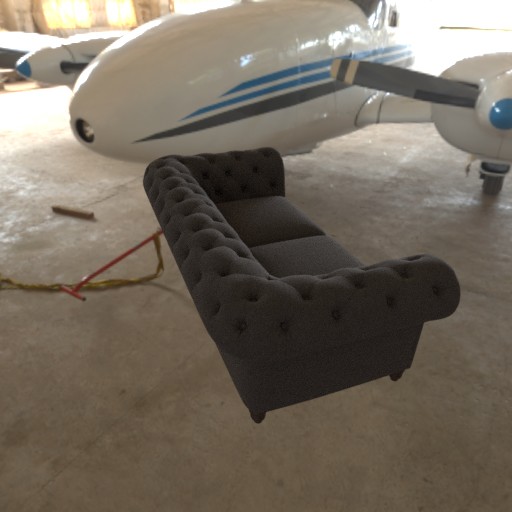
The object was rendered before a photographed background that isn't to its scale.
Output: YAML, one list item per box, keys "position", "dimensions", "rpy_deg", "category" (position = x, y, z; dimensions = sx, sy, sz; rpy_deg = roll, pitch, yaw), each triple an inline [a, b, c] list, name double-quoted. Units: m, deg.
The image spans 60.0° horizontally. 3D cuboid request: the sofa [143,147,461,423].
- position: [0.000, 0.000, 2.496]
  dimensions: [0.986, 0.764, 1.998]
  rpy_deg: [-10, 31, -18]
  category: "sofa"
